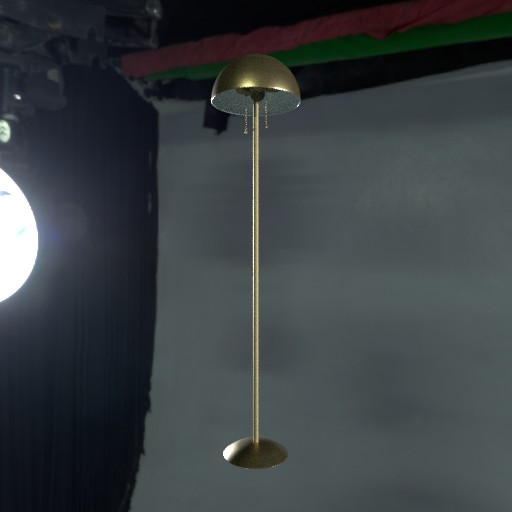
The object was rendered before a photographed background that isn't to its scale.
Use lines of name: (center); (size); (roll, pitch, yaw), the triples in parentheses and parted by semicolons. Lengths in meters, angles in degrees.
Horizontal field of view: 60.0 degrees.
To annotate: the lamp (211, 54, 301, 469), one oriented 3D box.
lamp: (0.000, 0.000, 1.649); (0.328, 1.480, 0.328); (0, 1, 17)
